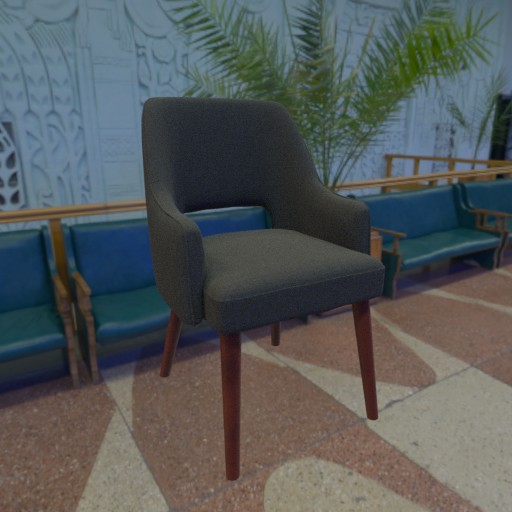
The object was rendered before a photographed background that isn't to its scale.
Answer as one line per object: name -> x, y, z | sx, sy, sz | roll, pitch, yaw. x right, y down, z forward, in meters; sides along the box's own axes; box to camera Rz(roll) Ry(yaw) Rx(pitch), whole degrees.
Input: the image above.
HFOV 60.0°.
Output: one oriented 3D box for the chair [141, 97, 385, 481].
chair -> 0.000, 0.000, 1.204 | 0.559, 0.838, 0.560 | -9, 19, -29
